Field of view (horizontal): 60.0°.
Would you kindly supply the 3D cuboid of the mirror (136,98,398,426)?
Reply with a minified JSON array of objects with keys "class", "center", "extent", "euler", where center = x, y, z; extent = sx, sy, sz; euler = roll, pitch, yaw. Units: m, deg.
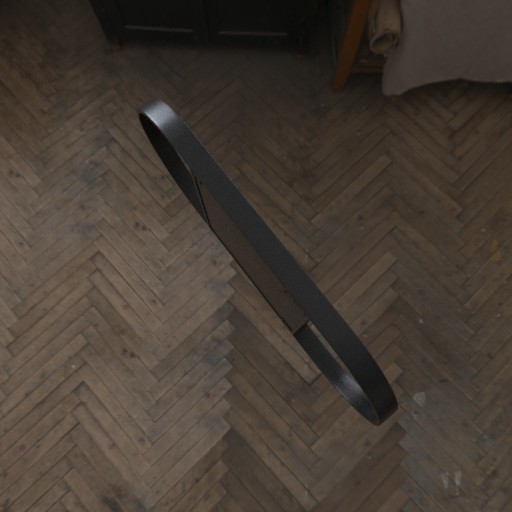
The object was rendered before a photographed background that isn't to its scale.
[{"class":"mirror","center":[0.000,0.000,0.672],"extent":[0.032,0.254,0.584],"euler":[-36,78,-9]}]
